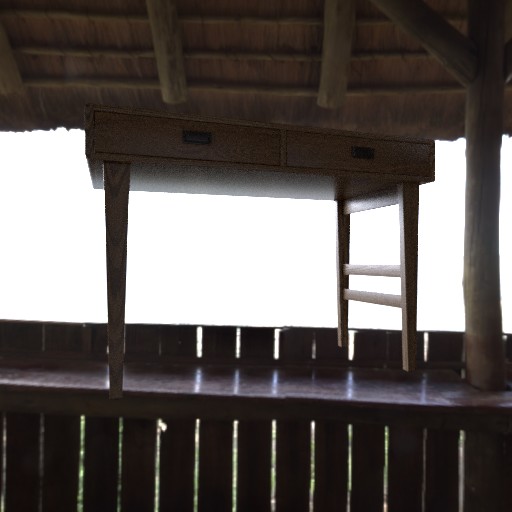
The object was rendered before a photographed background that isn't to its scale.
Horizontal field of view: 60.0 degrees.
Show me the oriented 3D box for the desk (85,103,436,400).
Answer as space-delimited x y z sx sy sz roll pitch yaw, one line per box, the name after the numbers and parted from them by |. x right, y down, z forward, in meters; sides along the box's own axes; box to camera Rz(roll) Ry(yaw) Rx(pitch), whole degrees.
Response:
0.000 0.000 1.507 1.067 0.755 0.508 0 -1 -18 | desk
